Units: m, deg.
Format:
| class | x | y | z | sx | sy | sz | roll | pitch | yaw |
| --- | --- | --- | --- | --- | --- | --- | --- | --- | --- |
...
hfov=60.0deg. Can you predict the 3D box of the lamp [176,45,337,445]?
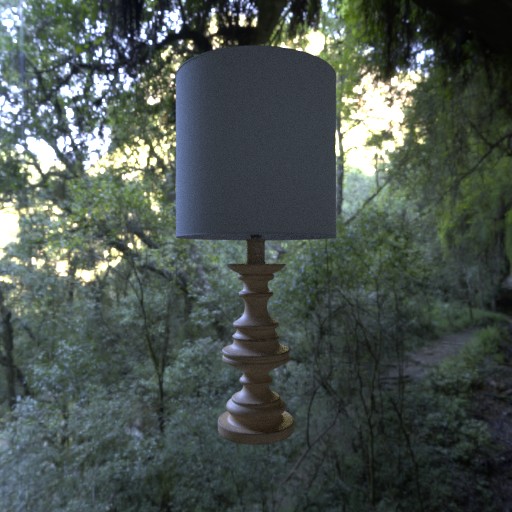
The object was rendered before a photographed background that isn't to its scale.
| class | x | y | z | sx | sy | sz | roll | pitch | yaw |
| --- | --- | --- | --- | --- | --- | --- | --- | --- | --- |
| lamp | 0.000 | 0.000 | 0.583 | 0.208 | 0.455 | 0.208 | 0 | 0 | -18 |
